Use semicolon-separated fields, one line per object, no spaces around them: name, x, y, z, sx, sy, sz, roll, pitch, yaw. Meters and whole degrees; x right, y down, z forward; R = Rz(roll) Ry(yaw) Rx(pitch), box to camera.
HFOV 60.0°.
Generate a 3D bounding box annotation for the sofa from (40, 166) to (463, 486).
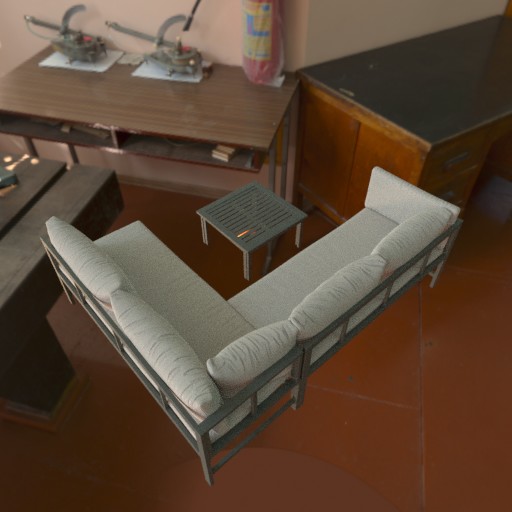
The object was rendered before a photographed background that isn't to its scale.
sofa;0.000;0.000;2.960;2.096;0.758;1.658;-32;53;-28
